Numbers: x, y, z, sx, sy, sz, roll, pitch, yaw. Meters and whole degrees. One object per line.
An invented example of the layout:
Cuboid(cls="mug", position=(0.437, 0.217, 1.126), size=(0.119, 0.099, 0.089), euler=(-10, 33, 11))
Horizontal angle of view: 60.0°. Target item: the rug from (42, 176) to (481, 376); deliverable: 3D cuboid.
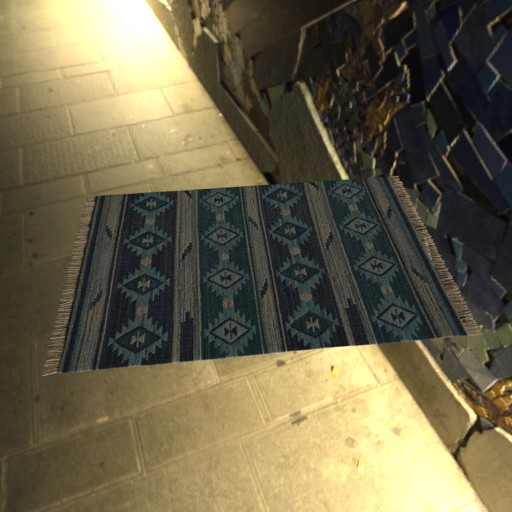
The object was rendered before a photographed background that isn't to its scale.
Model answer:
Cuboid(cls="rug", position=(0.000, 0.000, 2.318), size=(1.936, 0.028, 1.181), euler=(-4, 47, -4))
